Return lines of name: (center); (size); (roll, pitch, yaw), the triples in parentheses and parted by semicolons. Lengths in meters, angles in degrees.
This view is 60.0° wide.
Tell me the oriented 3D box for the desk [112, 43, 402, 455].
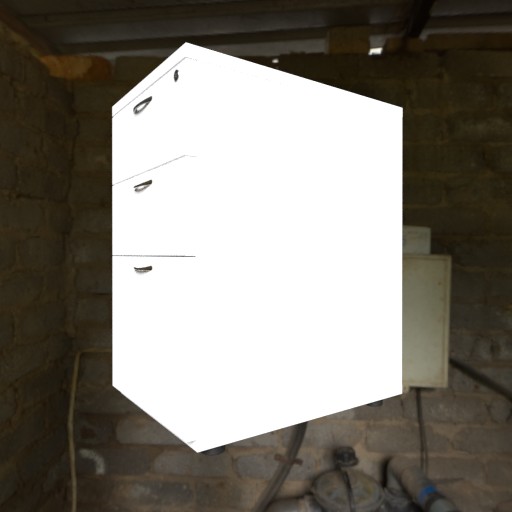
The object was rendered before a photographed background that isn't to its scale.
desk: (0.000, 0.000, 1.087); (0.600, 0.730, 0.404); (0, 0, -35)
